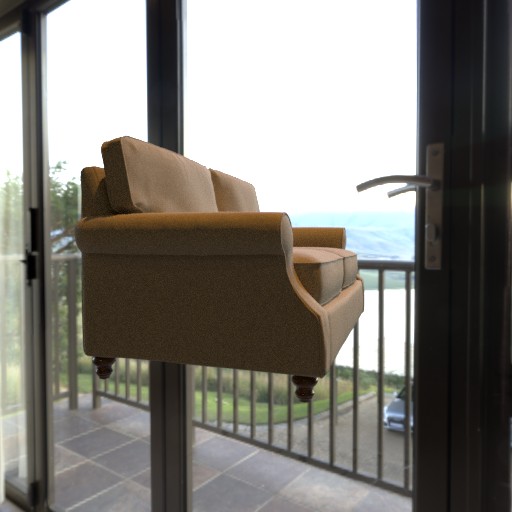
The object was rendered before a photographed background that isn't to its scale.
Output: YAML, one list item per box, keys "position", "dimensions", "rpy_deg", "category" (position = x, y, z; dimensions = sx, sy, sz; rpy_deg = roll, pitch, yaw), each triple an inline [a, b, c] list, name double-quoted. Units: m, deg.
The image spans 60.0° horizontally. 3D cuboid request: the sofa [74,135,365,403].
- position: [0.000, 0.000, 2.249]
  dimensions: [0.964, 0.937, 1.665]
  rpy_deg: [1, 2, 18]
  category: "sofa"
